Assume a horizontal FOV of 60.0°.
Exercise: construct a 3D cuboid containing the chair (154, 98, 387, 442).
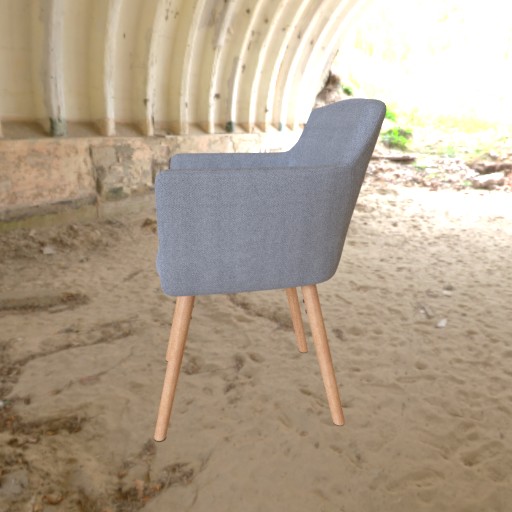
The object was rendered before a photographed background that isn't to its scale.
[{"bbox_3d":[0.000,0.000,1.161,0.540,0.780,0.570,-2,16,-7],"label":"chair"}]
